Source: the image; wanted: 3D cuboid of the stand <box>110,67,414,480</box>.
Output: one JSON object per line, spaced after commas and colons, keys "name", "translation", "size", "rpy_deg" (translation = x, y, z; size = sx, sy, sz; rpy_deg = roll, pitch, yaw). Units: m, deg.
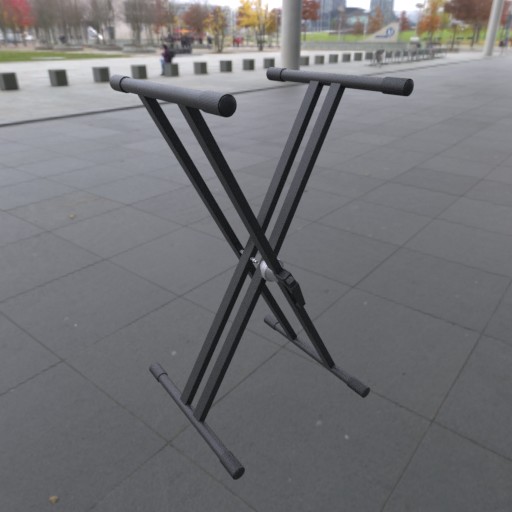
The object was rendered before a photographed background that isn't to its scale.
{"name": "stand", "translation": [0.000, 0.000, 1.195], "size": [0.503, 0.900, 0.495], "rpy_deg": [-18, 32, -32]}
